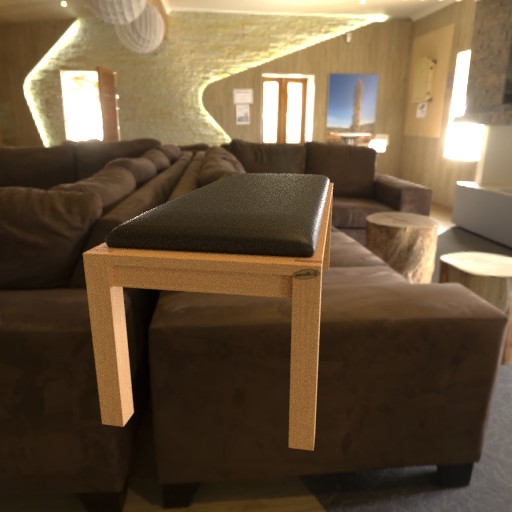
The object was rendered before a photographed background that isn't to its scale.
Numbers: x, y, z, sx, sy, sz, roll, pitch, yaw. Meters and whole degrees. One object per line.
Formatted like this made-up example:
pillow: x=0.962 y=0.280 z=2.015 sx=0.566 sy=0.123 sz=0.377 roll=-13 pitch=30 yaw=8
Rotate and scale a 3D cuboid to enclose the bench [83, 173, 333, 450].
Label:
bench: x=0.000 y=0.000 z=1.415 sx=0.450 sy=0.430 sz=1.202 roll=3 pitch=17 yaw=10
